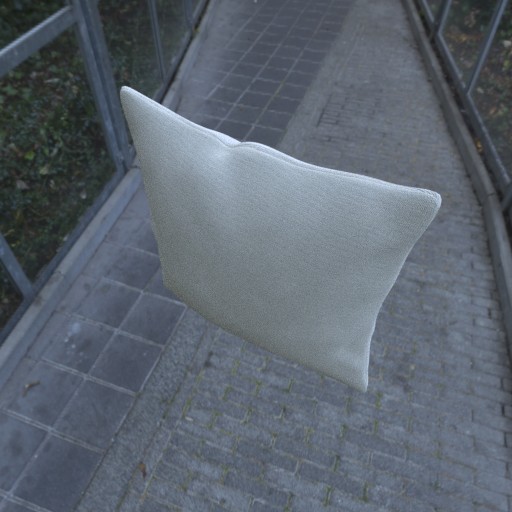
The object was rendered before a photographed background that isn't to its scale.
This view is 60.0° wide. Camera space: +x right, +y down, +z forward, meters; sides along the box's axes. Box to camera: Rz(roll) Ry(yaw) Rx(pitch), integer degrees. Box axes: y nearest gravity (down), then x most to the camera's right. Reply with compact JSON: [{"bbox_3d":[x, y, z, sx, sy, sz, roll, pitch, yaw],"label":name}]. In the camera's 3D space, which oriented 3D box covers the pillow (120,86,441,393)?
[{"bbox_3d":[0.000,0.000,0.668,0.437,0.420,0.162,25,51,22],"label":"pillow"}]
